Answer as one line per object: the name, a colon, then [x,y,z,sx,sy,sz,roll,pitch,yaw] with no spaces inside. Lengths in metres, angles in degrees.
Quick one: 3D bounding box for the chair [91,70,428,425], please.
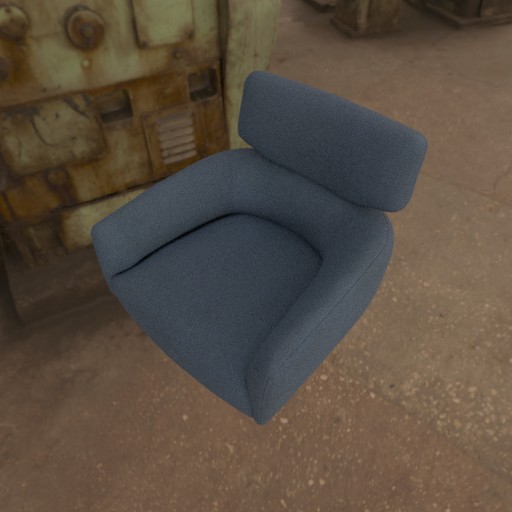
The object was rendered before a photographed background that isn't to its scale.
chair: [0.000,0.000,1.391,0.738,0.813,0.761,34,55,28]
